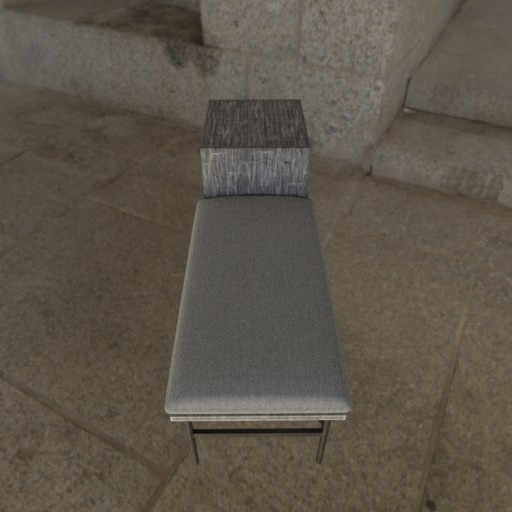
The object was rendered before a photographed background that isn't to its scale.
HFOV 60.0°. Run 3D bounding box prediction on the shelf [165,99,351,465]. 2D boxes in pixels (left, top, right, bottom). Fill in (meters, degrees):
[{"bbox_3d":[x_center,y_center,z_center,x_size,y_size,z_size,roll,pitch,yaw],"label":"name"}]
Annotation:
[{"bbox_3d":[0.000,0.000,1.626,0.457,0.633,1.342,0,42,0],"label":"shelf"}]
